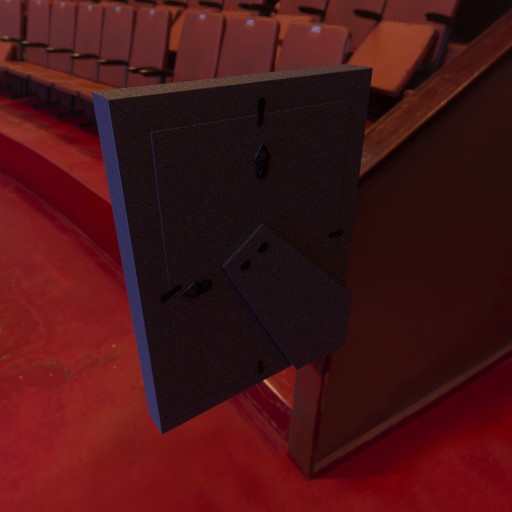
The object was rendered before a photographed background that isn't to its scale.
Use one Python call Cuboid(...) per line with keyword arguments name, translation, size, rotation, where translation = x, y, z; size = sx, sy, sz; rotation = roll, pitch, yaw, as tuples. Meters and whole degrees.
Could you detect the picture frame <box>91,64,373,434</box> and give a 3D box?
Cuboid(name="picture frame", translation=(0.000, 0.000, 0.276), size=(0.157, 0.208, 0.028), rotation=(-20, 36, -30))
